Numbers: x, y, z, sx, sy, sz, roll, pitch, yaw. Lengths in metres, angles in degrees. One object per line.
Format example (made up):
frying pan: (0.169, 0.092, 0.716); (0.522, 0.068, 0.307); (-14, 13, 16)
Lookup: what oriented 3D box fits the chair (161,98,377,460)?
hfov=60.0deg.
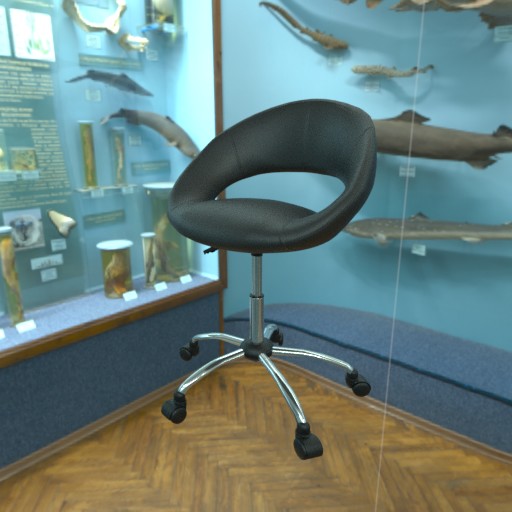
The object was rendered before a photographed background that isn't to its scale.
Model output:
chair: (0.000, 0.000, 1.155); (0.612, 0.791, 0.538); (15, 22, 42)
